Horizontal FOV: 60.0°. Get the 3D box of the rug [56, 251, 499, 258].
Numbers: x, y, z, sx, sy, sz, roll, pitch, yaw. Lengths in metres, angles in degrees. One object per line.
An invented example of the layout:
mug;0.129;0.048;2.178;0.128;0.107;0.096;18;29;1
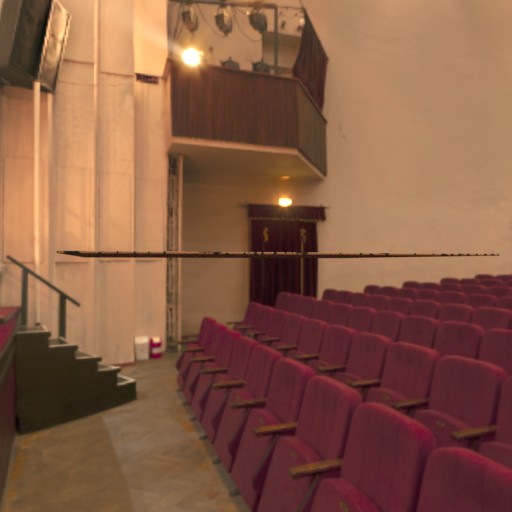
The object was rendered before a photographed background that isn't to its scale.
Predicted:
rug;0.000;0.000;3.969;3.017;0.014;2.416;0;-1;-18
